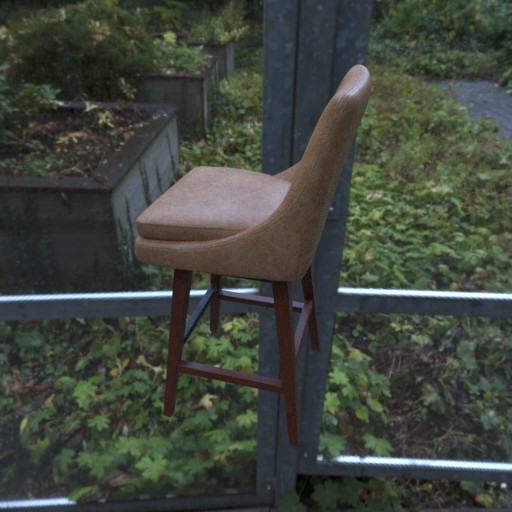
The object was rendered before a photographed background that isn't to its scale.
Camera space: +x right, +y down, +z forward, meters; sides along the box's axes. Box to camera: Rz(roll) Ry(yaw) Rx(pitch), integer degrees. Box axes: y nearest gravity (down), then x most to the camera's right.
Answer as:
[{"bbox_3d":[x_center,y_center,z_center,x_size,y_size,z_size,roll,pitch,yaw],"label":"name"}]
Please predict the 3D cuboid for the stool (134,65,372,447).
[{"bbox_3d":[0.000,0.000,1.388,0.572,1.079,0.487,8,32,13],"label":"stool"}]
